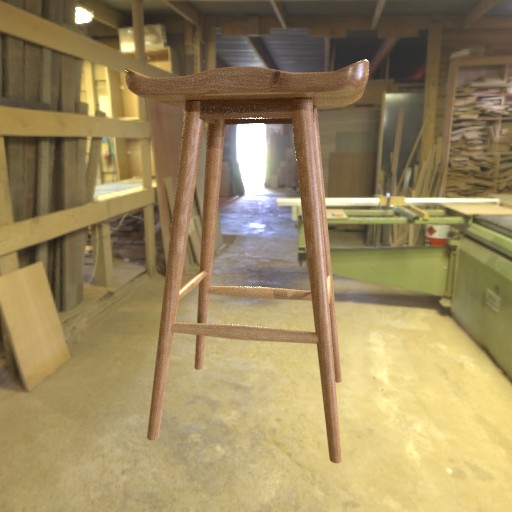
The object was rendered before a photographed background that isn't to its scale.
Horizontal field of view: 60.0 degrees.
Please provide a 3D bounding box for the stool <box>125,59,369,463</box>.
[{"bbox_3d":[0.000,0.000,0.925,0.407,0.698,0.322,2,13,10],"label":"stool"}]
